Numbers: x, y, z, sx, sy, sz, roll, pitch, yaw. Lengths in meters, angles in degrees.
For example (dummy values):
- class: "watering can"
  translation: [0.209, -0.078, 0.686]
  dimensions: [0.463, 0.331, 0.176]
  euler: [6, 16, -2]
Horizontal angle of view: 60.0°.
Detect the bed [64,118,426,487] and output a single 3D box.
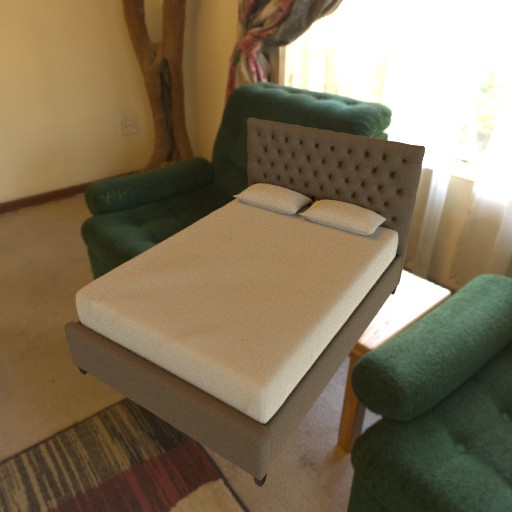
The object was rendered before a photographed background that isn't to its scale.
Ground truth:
- class: "bed"
  translation: [0.000, 0.000, 3.412]
  dimensions: [1.698, 1.427, 2.387]
  euler: [19, 36, 29]
